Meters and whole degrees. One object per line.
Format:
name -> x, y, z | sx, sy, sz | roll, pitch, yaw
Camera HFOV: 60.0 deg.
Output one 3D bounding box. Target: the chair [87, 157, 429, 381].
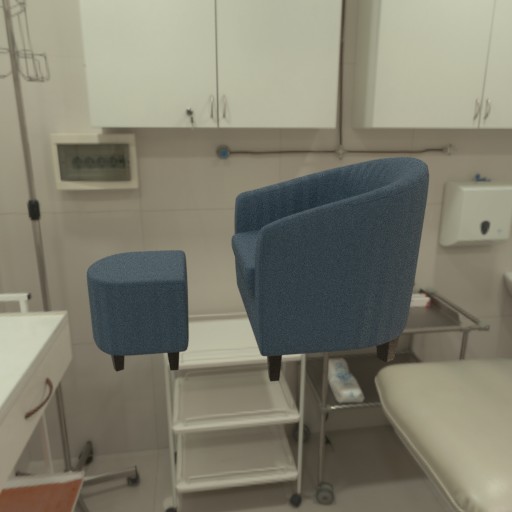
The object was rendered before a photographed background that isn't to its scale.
chair -> 0.000, 0.000, 1.764 | 1.288, 0.757, 0.756 | -2, 16, -8
